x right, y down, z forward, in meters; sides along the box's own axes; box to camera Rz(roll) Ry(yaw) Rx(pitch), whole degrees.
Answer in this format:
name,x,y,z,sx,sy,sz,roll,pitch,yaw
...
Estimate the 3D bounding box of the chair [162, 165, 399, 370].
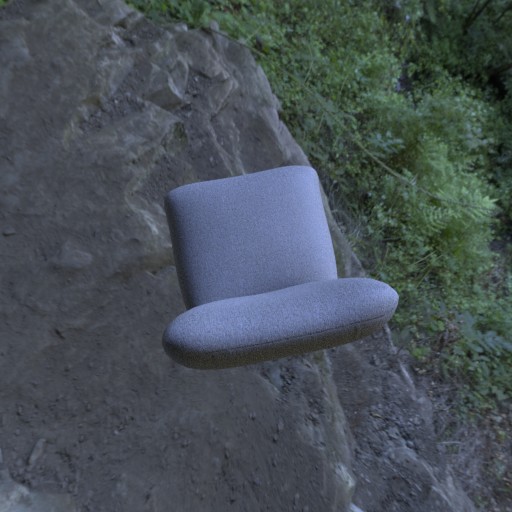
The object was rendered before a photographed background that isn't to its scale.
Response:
name,x,y,z,sx,sy,sz,roll,pitch,yaw
chair,0.000,0.000,1.177,0.448,0.864,0.560,-11,75,-3
